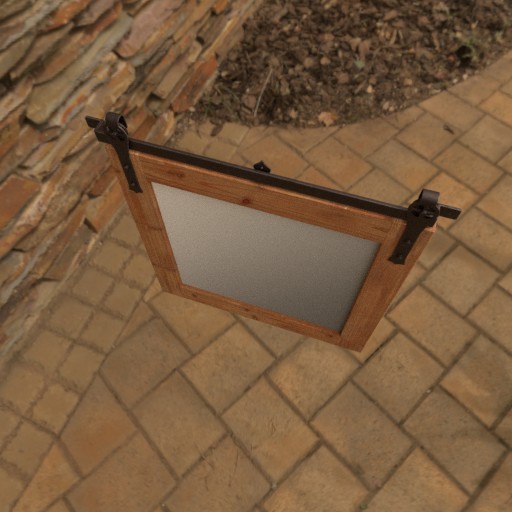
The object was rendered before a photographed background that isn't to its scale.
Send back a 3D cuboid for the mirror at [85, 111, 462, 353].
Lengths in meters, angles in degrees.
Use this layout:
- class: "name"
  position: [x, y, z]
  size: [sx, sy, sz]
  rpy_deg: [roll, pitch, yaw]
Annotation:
- class: "mirror"
  position: [0.000, 0.000, 1.185]
  size: [0.805, 0.800, 0.054]
  rpy_deg: [16, 60, 9]
